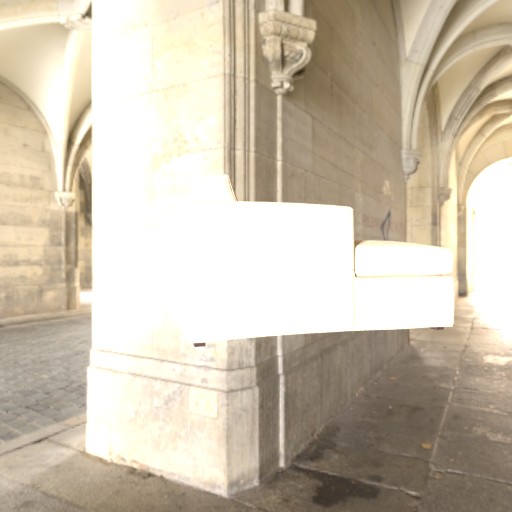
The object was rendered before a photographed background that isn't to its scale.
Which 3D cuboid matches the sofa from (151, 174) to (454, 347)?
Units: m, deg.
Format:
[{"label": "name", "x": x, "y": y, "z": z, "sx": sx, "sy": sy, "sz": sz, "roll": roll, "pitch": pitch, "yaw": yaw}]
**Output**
[{"label": "sofa", "x": 0.000, "y": 0.000, "z": 3.952, "sx": 1.650, "sy": 0.922, "sz": 3.205, "roll": 0, "pitch": 0, "yaw": -17}]
